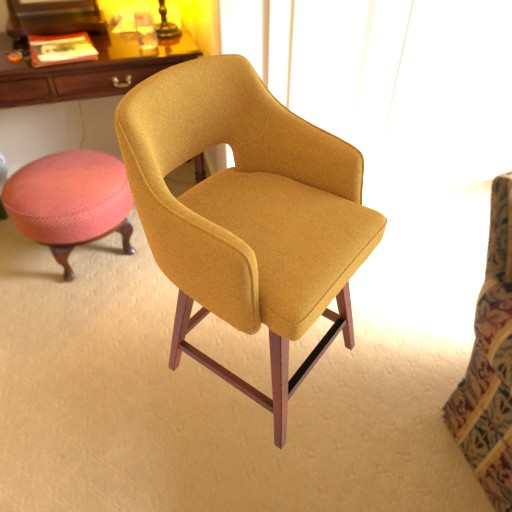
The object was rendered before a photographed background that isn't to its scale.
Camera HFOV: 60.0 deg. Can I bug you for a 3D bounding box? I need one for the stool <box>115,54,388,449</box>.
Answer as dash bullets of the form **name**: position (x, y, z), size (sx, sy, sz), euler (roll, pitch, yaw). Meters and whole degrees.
- **stool**: position (0.000, 0.000, 1.249), size (0.558, 0.924, 0.548), euler (27, 49, 26)
